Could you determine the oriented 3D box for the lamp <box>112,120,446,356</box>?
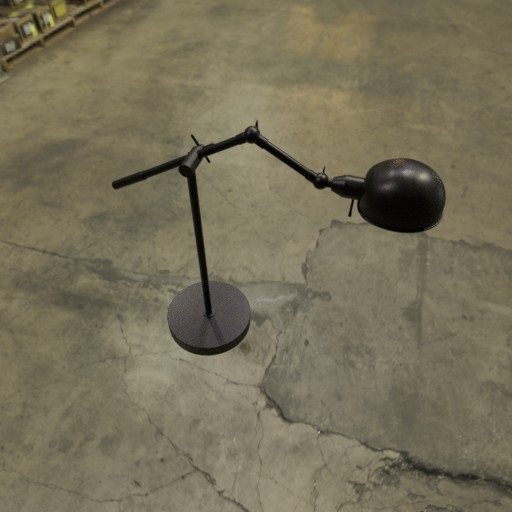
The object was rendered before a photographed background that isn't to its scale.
[{"bbox_3d":[0.000,0.000,0.812,0.567,0.495,0.185,12,48,11],"label":"lamp"}]
